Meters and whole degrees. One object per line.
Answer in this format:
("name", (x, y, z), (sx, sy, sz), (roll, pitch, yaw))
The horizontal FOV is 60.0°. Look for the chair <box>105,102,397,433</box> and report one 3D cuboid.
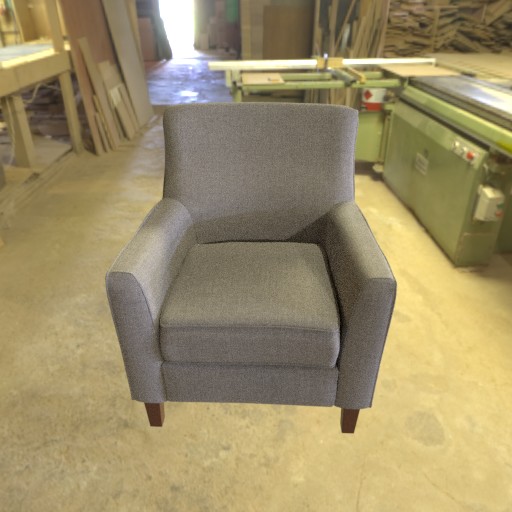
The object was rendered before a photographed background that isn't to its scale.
("chair", (0.000, 0.000, 1.823), (0.887, 1.047, 0.993), (1, 29, 2))
